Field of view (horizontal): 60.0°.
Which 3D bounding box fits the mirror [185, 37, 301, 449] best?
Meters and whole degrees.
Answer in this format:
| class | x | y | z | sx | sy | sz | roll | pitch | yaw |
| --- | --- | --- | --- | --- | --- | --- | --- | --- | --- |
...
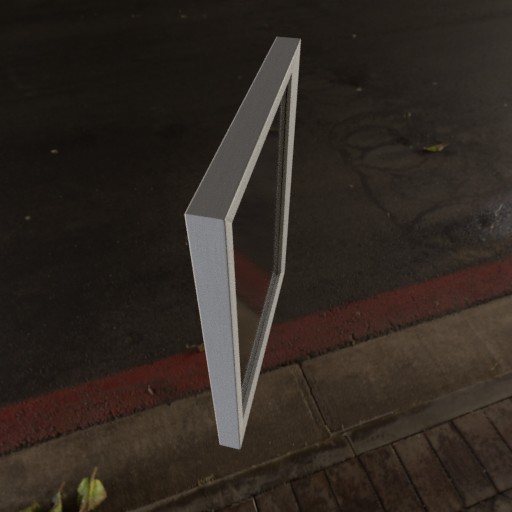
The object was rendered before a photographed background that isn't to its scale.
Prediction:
| class | x | y | z | sx | sy | sz | roll | pitch | yaw |
| --- | --- | --- | --- | --- | --- | --- | --- | --- | --- |
| mirror | 0.000 | 0.000 | 0.692 | 0.041 | 0.508 | 0.405 | 9 | 47 | 9 |
